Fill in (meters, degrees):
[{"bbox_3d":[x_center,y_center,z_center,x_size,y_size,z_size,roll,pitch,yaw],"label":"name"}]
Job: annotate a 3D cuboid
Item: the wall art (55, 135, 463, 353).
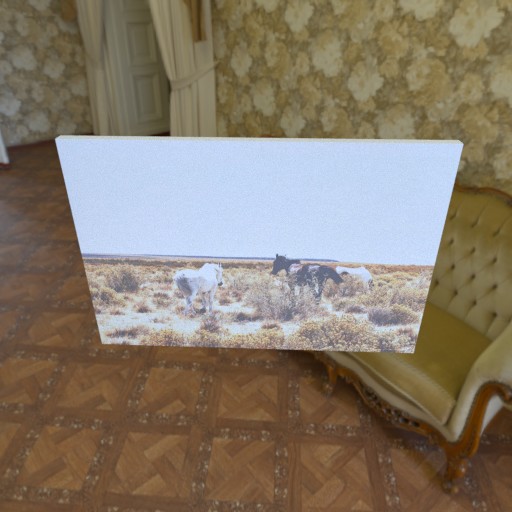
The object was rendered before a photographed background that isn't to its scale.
[{"bbox_3d":[0.000,0.000,1.924,1.520,1.016,0.051,1,30,2],"label":"wall art"}]
